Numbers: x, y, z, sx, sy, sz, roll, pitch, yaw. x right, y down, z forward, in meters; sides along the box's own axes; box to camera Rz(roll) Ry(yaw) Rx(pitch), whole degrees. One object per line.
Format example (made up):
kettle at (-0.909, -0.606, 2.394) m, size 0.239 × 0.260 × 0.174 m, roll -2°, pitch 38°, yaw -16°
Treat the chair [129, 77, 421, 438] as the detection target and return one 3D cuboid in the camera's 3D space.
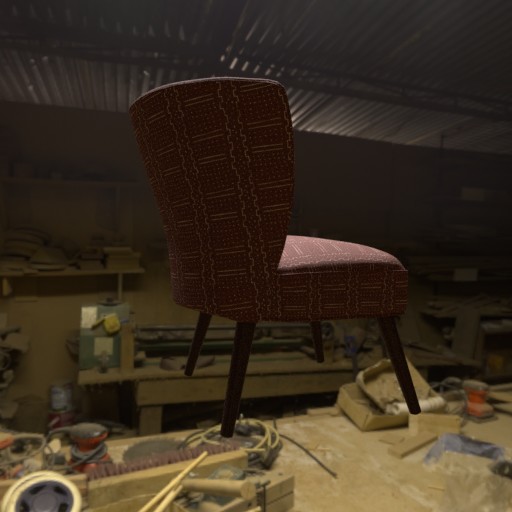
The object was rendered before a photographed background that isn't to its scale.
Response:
chair at (0.000, 0.000, 1.380) m, size 0.758 × 0.866 × 0.706 m, roll 0°, pitch 1°, yaw -18°
